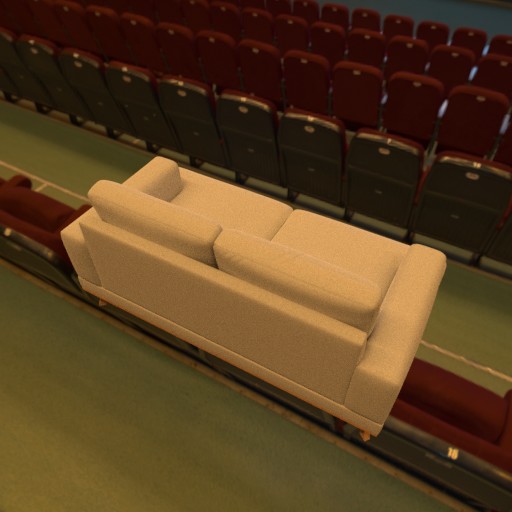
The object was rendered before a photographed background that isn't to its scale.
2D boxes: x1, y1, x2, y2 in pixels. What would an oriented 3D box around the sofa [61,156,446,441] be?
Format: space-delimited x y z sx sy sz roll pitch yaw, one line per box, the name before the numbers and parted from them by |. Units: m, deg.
sofa | 0.000 0.000 2.149 1.651 0.810 0.915 22 49 20
